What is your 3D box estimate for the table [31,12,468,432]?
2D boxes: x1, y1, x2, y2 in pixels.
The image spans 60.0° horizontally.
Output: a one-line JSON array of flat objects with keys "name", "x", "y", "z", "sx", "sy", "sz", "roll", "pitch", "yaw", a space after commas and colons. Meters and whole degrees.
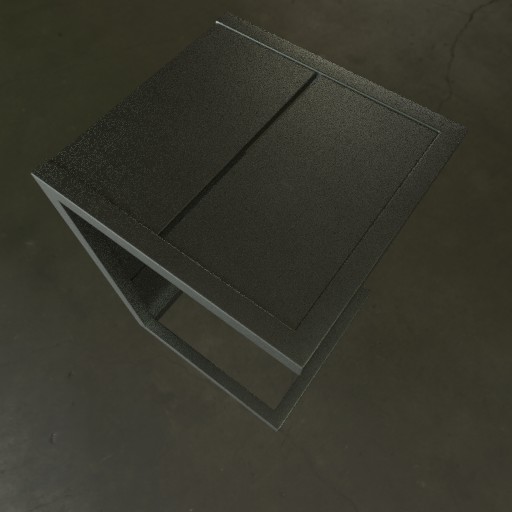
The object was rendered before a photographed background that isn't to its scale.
[{"name": "table", "x": 0.000, "y": 0.000, "z": 0.854, "sx": 0.420, "sy": 0.609, "sz": 0.405, "roll": 33, "pitch": 67, "yaw": 16}]
